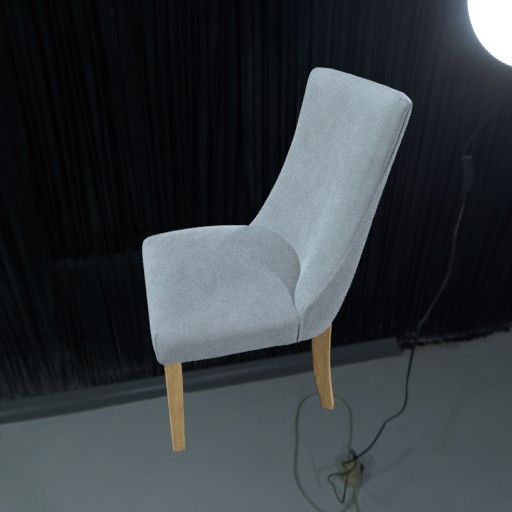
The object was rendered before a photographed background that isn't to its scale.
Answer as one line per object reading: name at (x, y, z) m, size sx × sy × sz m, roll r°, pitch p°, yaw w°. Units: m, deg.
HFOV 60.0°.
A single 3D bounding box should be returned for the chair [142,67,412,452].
chair at (0.000, 0.000, 1.229) m, size 0.610 × 0.902 × 0.495 m, roll -8°, pitch 31°, yaw -13°
